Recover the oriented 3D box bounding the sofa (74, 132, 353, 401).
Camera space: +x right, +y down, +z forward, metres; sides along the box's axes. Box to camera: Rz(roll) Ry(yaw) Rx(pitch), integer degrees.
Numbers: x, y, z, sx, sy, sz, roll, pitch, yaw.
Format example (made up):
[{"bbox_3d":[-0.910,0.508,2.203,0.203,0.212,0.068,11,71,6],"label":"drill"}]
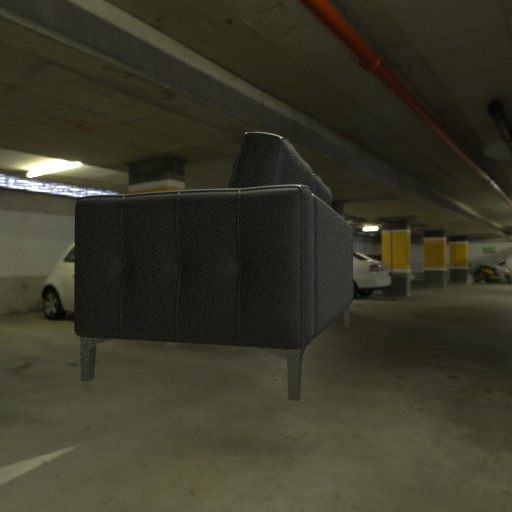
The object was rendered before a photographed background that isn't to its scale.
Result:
[{"bbox_3d":[0.000,0.000,2.225,0.833,0.892,1.726,0,-1,17],"label":"sofa"}]
